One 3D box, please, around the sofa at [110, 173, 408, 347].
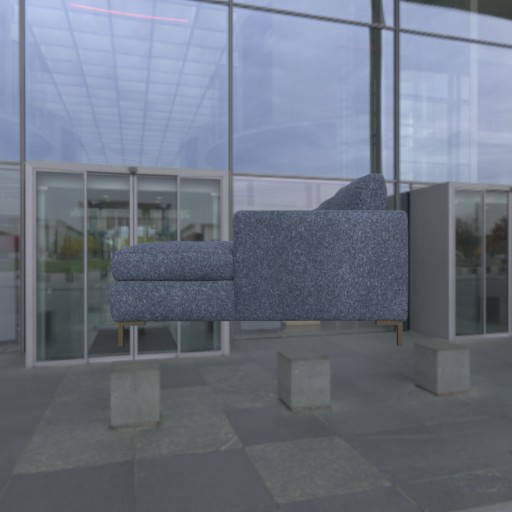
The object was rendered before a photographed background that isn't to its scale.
[{"bbox_3d":[0.000,0.000,3.417,1.350,0.810,2.932,0,0,-1],"label":"sofa"}]
